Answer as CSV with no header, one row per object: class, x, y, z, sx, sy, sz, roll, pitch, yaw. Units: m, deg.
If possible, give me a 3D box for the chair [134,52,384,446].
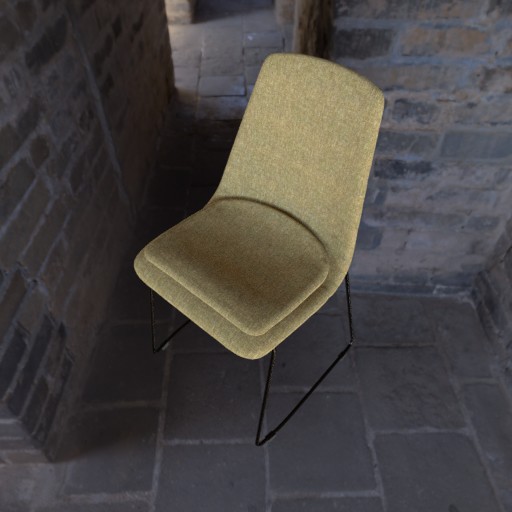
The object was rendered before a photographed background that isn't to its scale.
chair,0.000,0.000,1.141,0.479,0.849,0.496,32,54,27
